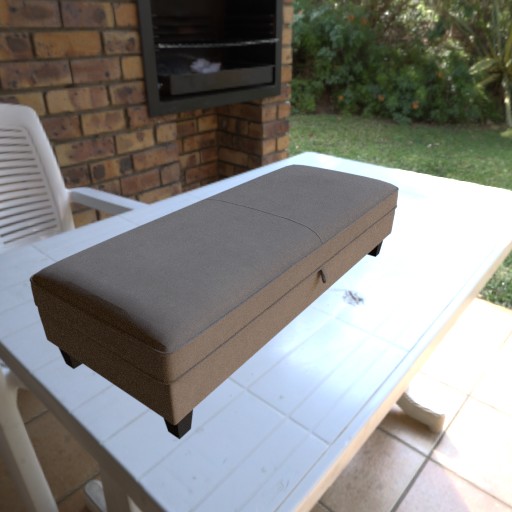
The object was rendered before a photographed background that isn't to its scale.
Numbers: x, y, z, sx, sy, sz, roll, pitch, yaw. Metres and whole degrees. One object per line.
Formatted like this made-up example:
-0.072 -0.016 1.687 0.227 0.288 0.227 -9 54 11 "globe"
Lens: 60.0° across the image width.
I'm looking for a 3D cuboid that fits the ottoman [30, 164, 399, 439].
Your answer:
0.000 0.000 2.018 0.735 0.460 1.726 19 33 32 "ottoman"
